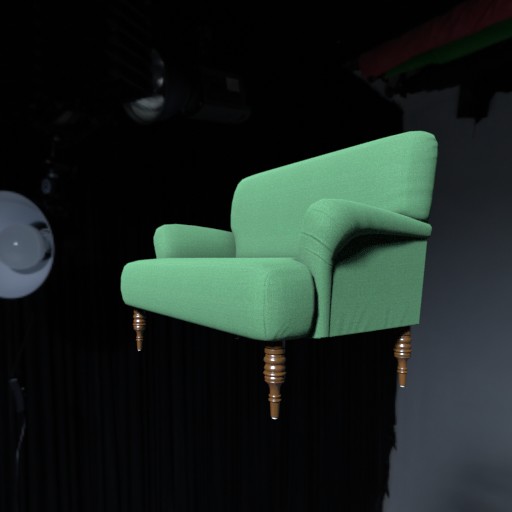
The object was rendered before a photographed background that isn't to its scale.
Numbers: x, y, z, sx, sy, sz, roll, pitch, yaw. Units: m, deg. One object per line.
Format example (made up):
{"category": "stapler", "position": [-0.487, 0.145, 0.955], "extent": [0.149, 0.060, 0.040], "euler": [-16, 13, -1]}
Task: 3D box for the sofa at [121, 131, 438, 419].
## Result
{"category": "sofa", "position": [0.000, 0.000, 1.824], "extent": [0.779, 0.889, 1.297], "euler": [0, 0, -34]}
